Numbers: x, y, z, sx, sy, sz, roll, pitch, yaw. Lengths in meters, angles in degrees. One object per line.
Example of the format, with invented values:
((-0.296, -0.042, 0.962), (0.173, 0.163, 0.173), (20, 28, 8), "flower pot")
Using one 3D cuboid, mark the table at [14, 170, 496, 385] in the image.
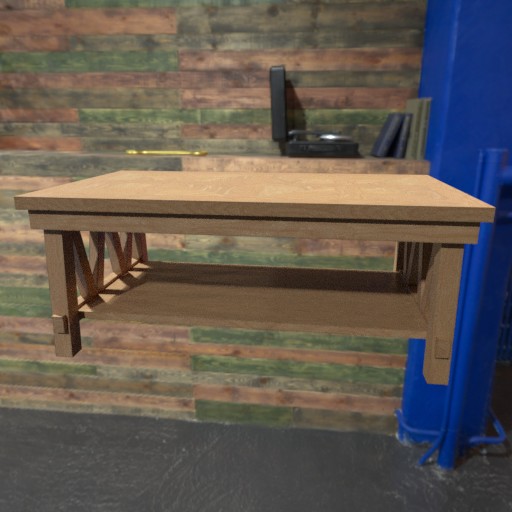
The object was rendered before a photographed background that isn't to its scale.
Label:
((0.000, 0.000, 1.566), (1.270, 0.507, 0.711), (2, 17, 7), "table")
